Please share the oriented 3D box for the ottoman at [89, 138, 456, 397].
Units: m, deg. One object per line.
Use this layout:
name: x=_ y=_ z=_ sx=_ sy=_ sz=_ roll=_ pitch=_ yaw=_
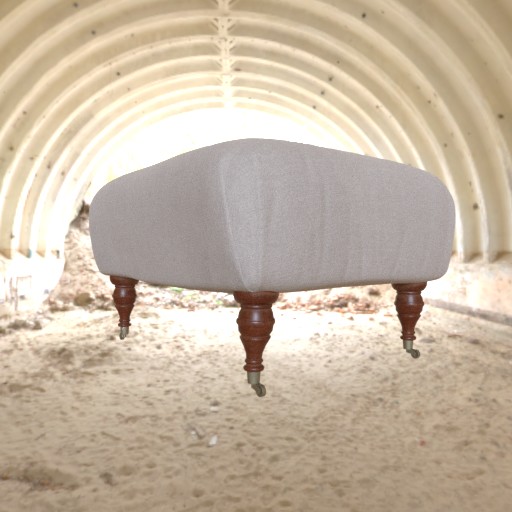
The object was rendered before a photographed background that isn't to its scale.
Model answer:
ottoman: x=0.000 y=0.000 z=1.092 sx=0.622 sy=0.450 sz=0.746 roll=0 pitch=0 yaw=-38
